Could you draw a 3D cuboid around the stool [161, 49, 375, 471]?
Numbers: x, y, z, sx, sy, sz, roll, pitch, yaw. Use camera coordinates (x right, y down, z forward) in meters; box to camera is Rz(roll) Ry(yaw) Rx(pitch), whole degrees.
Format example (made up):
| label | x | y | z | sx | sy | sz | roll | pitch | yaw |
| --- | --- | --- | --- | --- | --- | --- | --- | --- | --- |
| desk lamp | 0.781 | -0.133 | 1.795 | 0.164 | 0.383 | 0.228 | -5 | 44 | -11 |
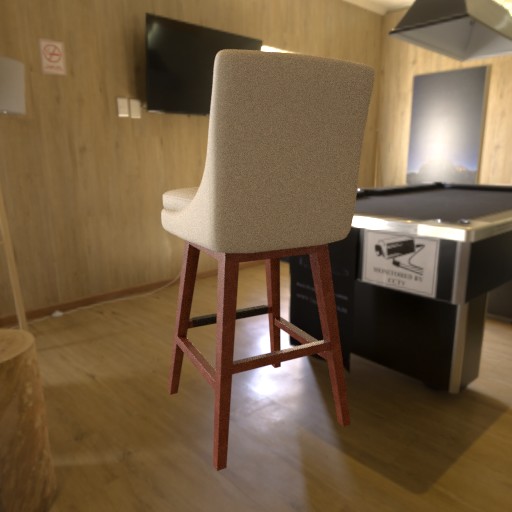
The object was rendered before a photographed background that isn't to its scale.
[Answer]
| label | x | y | z | sx | sy | sz | roll | pitch | yaw |
| --- | --- | --- | --- | --- | --- | --- | --- | --- | --- |
| stool | 0.000 | 0.000 | 1.401 | 0.470 | 1.092 | 0.559 | -7 | 15 | -27 |
